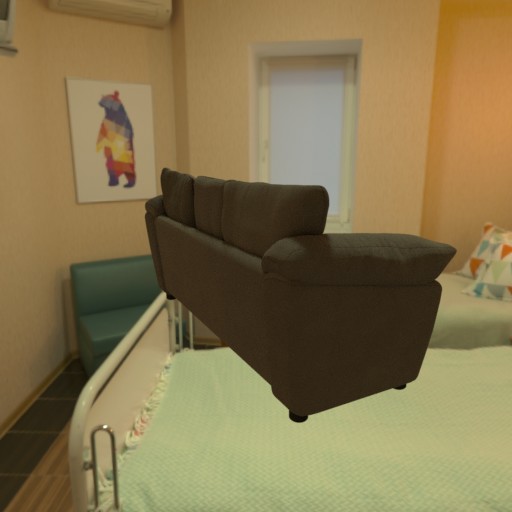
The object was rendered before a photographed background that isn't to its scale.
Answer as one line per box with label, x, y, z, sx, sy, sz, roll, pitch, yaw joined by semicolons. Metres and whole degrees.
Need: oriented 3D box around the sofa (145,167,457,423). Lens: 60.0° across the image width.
sofa;0.000;0.000;2.865;0.878;1.073;2.336;-7;15;-27
